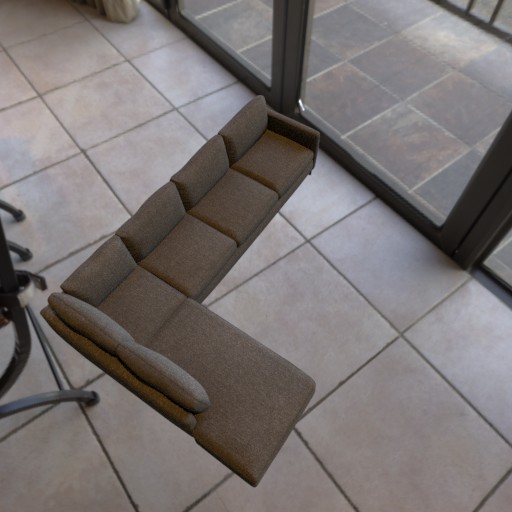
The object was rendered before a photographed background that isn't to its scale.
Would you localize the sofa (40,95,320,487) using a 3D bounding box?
[{"bbox_3d":[0.000,0.000,3.834,2.007,0.815,2.949,30,62,17],"label":"sofa"}]
